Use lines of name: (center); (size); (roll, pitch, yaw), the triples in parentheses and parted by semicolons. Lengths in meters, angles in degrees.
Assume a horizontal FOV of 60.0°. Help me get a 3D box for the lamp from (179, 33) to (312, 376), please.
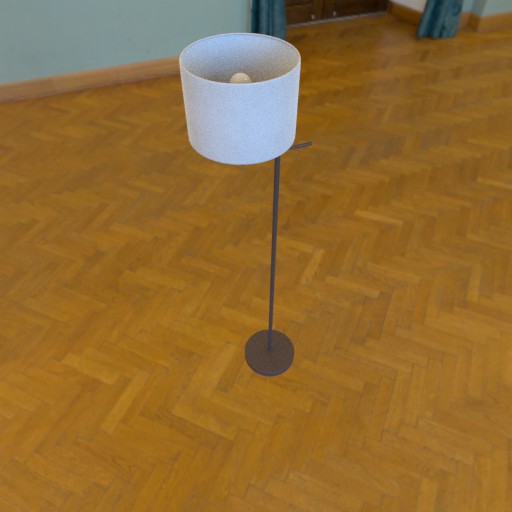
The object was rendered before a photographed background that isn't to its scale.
lamp: (0.000, 0.000, 1.778); (0.416, 1.600, 0.324); (-17, 49, -15)
